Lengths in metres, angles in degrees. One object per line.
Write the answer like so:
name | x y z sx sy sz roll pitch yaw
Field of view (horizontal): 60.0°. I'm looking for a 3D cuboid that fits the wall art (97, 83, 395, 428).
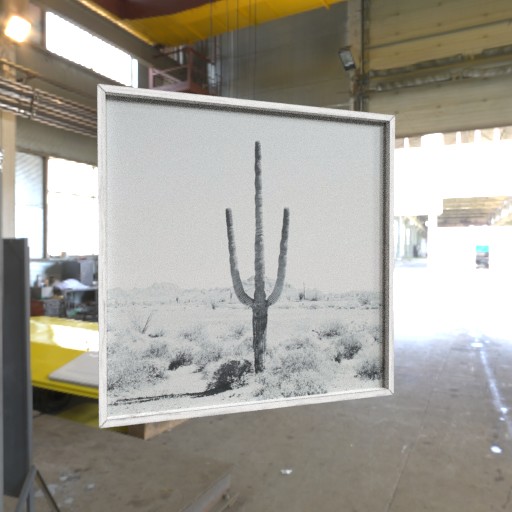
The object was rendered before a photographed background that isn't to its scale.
wall art | 0.000 0.000 0.456 0.305 0.305 0.038 0 1 -18
